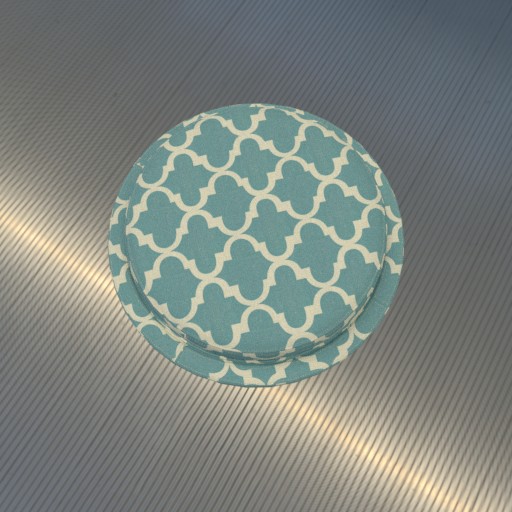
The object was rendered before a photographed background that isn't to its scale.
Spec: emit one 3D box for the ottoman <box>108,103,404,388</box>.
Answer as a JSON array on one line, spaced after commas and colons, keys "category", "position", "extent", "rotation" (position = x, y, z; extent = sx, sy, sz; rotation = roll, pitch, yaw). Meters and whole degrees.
[{"category": "ottoman", "position": [0.000, 0.000, 0.843], "extent": [0.480, 0.429, 0.480], "rotation": [0, 75, 0]}]
